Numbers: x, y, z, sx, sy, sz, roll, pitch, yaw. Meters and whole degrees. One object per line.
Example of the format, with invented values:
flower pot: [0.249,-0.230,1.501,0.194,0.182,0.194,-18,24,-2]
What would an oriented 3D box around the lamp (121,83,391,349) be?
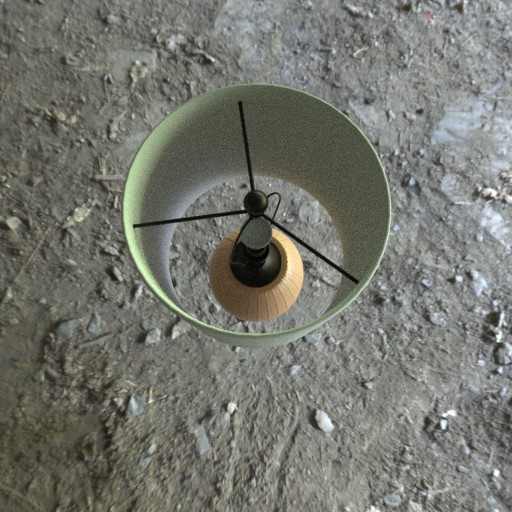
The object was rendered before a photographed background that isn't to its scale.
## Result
lamp: [0.000,0.000,0.800,0.329,0.570,0.329,0,76,0]
